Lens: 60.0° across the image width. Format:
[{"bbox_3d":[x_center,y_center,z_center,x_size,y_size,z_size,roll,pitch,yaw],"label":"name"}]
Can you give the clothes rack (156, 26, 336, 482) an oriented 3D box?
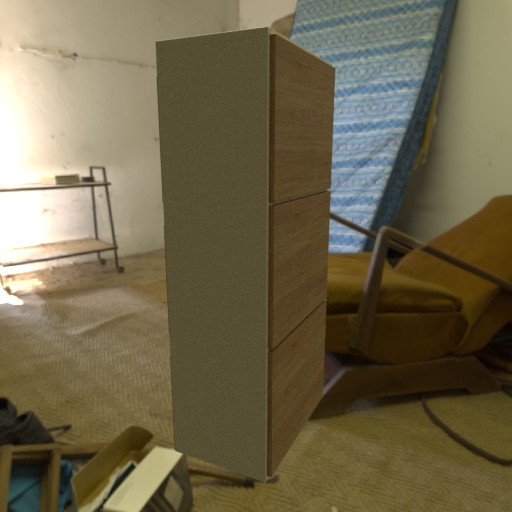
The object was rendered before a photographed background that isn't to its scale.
[{"bbox_3d":[0.000,0.000,1.405,0.331,1.187,0.500,6,15,25],"label":"clothes rack"}]
